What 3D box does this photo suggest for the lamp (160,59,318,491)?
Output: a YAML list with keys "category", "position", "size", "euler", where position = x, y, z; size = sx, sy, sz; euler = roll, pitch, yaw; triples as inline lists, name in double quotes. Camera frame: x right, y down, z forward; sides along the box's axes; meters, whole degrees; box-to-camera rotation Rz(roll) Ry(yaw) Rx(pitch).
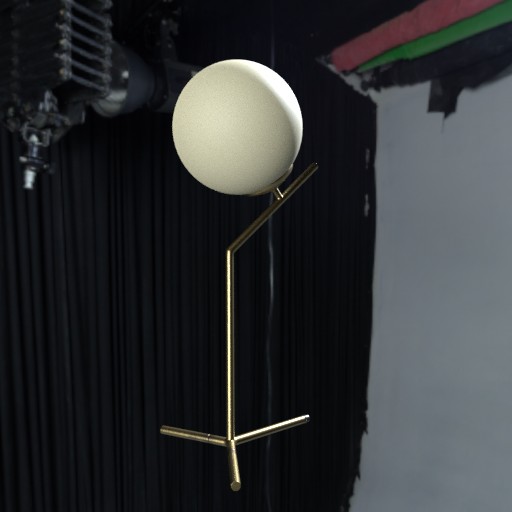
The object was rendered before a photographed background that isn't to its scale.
- category: "lamp"
  position: [0.000, 0.000, 0.664]
  size: [0.251, 0.552, 0.210]
  euler: [-1, 1, -36]
